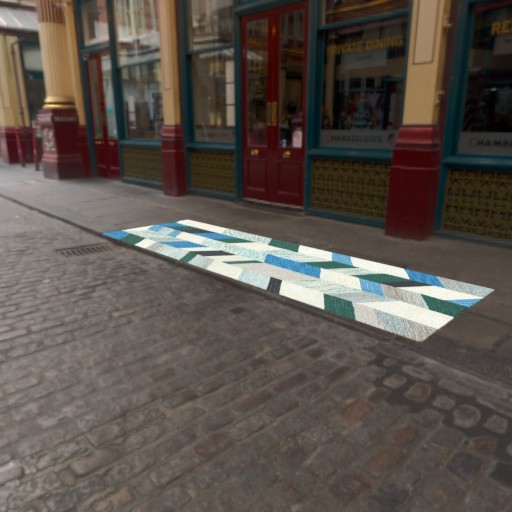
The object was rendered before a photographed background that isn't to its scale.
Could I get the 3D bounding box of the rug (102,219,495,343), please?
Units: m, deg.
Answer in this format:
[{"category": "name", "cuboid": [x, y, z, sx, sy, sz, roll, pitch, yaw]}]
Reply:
[{"category": "rug", "cuboid": [0.000, 0.000, 2.654, 0.774, 0.008, 2.437, -15, 21, -42]}]
